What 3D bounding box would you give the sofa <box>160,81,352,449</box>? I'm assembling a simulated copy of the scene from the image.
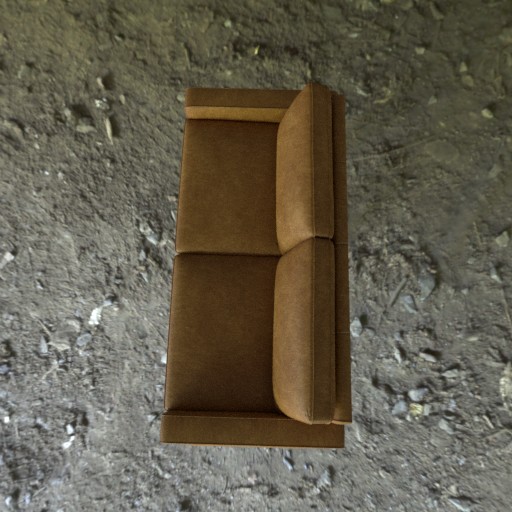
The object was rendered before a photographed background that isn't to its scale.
[{"bbox_3d":[0.000,0.000,2.675,0.991,0.928,2.156,2,76,0],"label":"sofa"}]
